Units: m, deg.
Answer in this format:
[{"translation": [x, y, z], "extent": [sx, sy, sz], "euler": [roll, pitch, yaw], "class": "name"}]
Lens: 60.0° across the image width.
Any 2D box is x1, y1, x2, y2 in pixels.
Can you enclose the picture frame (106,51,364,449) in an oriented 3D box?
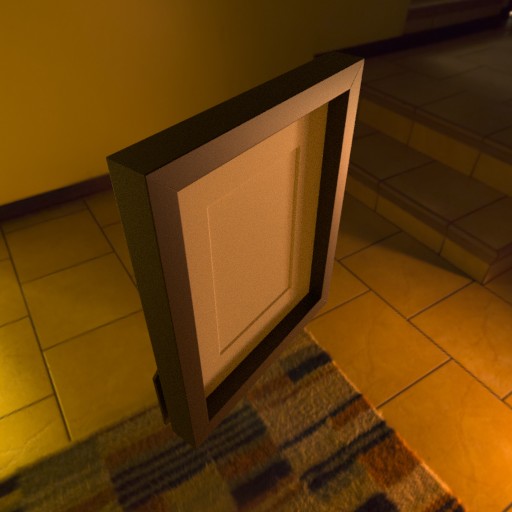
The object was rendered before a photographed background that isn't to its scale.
[{"translation": [0.000, 0.000, 0.389], "extent": [0.042, 0.284, 0.232], "euler": [27, 47, 28], "class": "picture frame"}]
